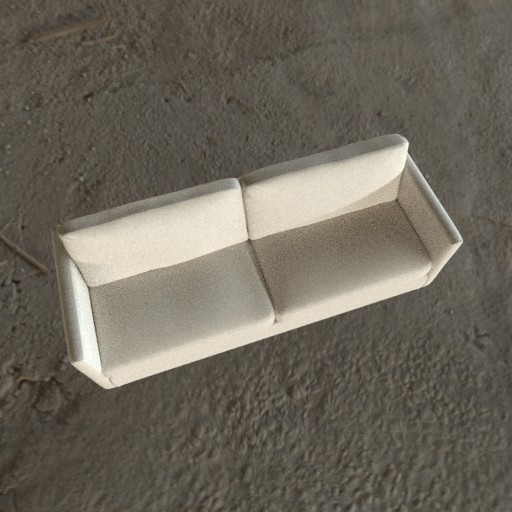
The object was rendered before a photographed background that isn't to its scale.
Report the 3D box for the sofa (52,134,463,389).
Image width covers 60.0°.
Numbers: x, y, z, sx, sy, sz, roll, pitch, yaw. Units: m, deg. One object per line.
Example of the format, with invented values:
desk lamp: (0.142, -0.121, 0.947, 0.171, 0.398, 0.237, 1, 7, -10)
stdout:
sofa: (0.000, 0.000, 2.989, 2.434, 0.965, 0.948, -16, 63, -9)
